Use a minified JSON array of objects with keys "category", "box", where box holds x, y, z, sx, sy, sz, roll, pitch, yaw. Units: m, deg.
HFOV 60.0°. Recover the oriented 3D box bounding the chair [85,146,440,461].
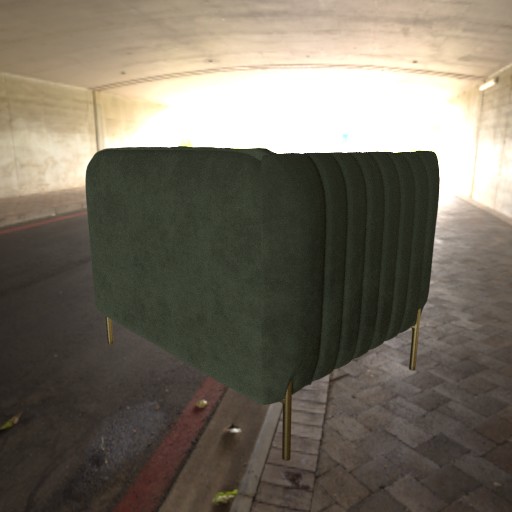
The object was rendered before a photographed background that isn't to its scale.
[{"category":"chair","box":[0.000,0.000,1.650,0.877,0.794,1.032,-13,19,-43]}]
